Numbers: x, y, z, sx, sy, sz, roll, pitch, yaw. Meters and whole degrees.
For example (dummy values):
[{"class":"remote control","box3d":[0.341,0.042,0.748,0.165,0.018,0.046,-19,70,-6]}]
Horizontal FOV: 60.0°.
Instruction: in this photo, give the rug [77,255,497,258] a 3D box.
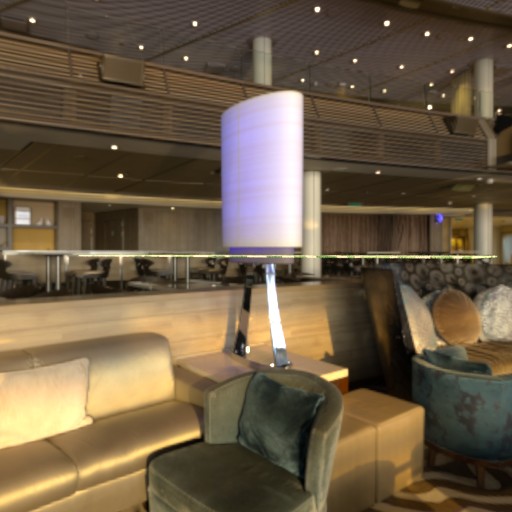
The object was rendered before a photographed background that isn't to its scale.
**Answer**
[{"class":"rug","box3d":[0.000,0.000,2.621,2.438,0.006,0.761,0,0,35]}]
